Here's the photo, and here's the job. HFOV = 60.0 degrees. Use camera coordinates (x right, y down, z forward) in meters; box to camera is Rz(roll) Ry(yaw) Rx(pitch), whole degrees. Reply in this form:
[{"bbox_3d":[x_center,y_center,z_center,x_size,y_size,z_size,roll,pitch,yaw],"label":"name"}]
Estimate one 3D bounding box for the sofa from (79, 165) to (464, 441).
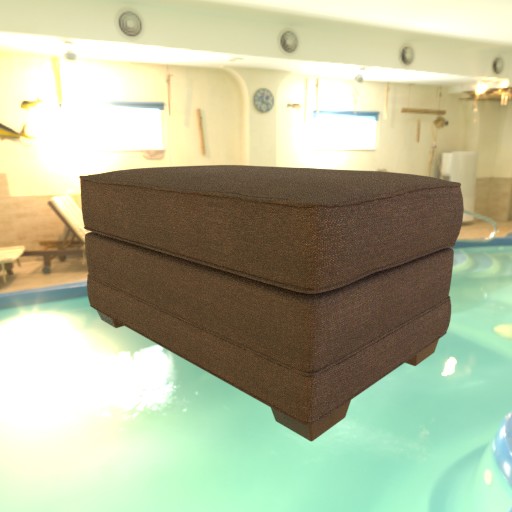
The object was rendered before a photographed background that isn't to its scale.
[{"bbox_3d":[0.000,0.000,1.178,0.578,0.457,0.854,-13,19,-43],"label":"sofa"}]
